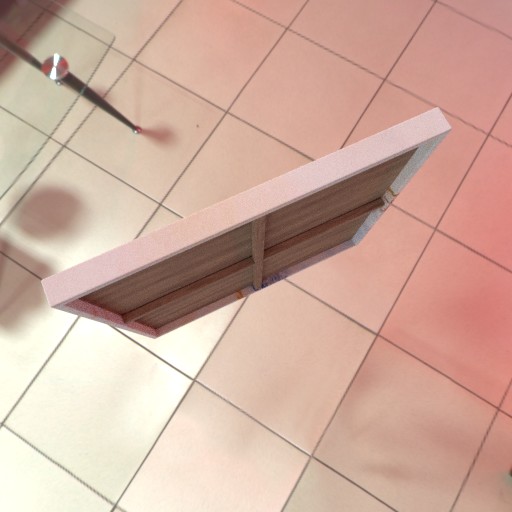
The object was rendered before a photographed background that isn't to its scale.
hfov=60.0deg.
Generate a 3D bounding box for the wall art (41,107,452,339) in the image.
[{"bbox_3d":[0.000,0.000,1.578,1.061,1.061,0.071,-24,77,-6],"label":"wall art"}]
